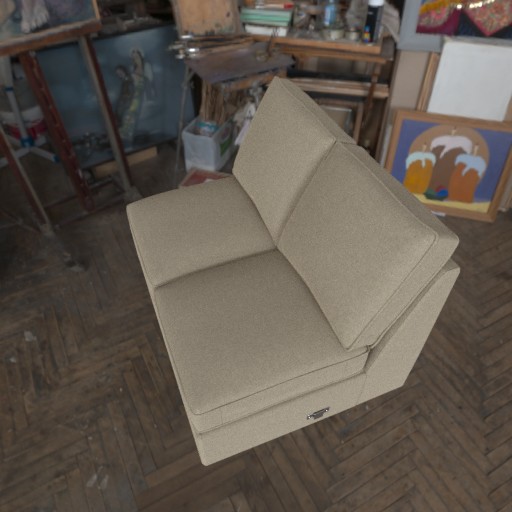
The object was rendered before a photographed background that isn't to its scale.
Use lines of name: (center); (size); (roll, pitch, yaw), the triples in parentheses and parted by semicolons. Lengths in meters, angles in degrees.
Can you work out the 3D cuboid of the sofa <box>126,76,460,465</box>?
sofa: (0.000, 0.000, 1.941); (0.951, 1.008, 1.237); (-16, 48, -15)
